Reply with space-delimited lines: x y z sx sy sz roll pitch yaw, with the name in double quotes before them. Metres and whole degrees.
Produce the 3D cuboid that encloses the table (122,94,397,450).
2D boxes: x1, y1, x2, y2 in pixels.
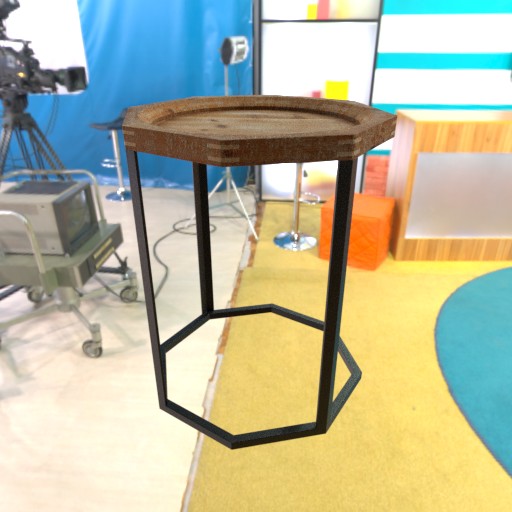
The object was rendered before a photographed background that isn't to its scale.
"table" 0.000 0.000 0.864 0.458 0.543 0.458 -17 31 -30
